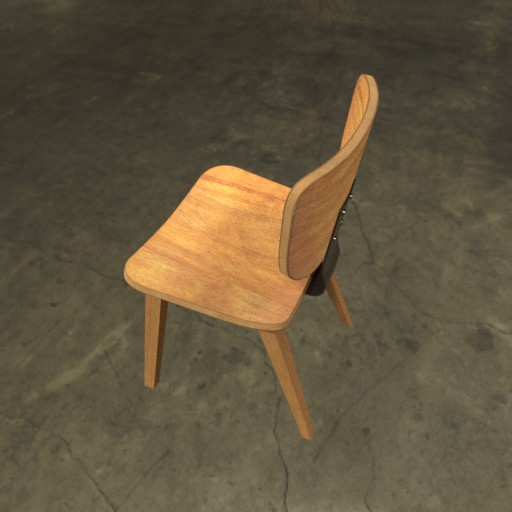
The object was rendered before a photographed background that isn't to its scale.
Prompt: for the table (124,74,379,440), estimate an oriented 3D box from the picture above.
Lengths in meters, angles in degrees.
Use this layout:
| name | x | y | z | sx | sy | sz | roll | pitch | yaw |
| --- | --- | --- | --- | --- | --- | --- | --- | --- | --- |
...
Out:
| name | x | y | z | sx | sy | sz | roll | pitch | yaw |
| --- | --- | --- | --- | --- | --- | --- | --- | --- | --- |
| table | 0.000 | 0.000 | 1.091 | 0.500 | 0.805 | 0.499 | 17 | 48 | 16 |
